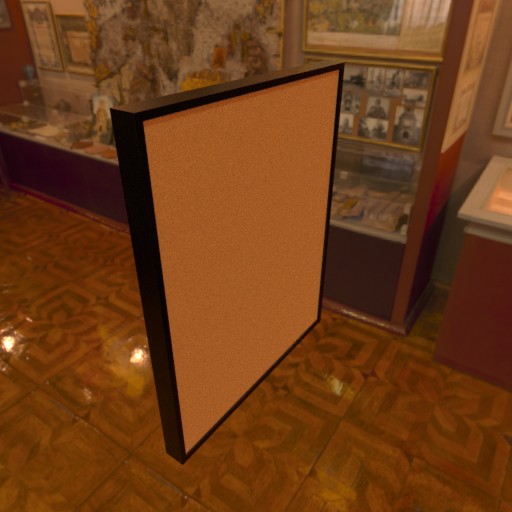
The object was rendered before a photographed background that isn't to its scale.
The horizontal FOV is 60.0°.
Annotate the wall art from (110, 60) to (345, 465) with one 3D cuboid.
[{"bbox_3d":[0.000,0.000,0.736,0.039,0.553,0.451,21,37,31],"label":"wall art"}]
